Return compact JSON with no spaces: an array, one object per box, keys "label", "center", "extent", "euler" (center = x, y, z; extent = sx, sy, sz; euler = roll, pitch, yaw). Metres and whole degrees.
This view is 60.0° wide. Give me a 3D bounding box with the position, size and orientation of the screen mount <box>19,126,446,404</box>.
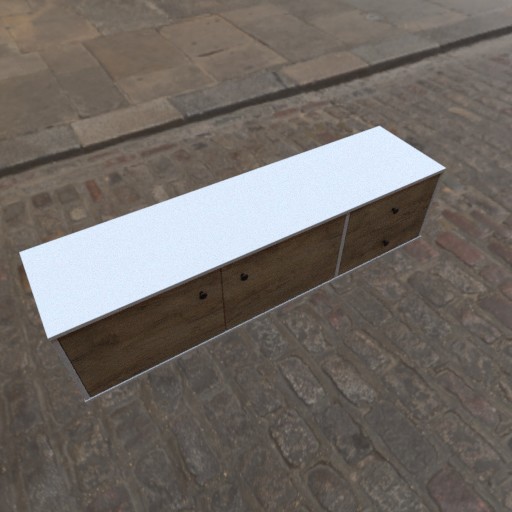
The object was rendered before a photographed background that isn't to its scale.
[{"label":"screen mount","center":[0.000,0.000,1.835],"extent":[1.600,0.520,0.418],"euler":[-23,50,-21]}]
